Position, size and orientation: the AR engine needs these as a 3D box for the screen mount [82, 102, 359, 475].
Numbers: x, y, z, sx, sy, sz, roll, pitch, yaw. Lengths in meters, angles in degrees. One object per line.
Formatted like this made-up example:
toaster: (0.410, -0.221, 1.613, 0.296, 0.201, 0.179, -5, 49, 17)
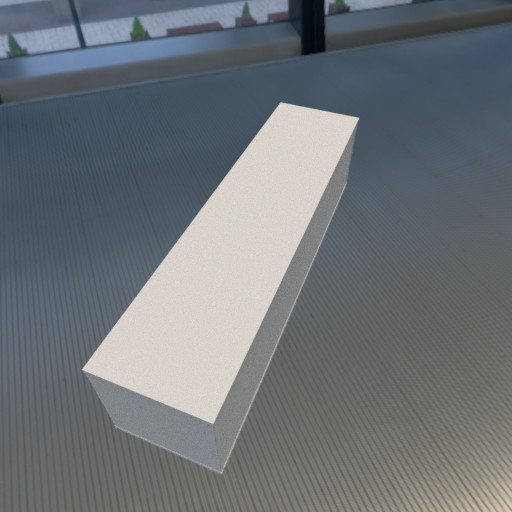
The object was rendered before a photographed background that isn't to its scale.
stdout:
screen mount: (0.000, 0.000, 1.862, 0.418, 0.520, 1.600, 17, 49, 15)
